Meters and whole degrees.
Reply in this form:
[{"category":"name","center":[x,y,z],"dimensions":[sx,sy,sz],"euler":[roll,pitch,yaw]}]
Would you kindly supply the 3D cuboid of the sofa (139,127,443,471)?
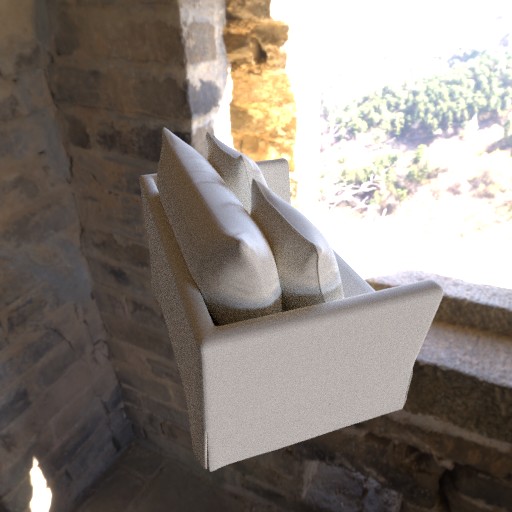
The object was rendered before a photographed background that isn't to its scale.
[{"category":"sofa","center":[0.000,0.000,2.310],"dimensions":[1.026,1.039,1.608],"euler":[-10,33,-17]}]
